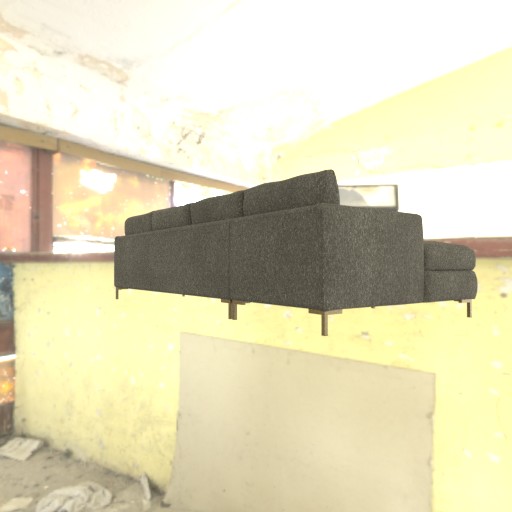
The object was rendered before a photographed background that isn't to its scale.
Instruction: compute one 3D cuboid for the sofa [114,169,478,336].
[{"bbox_3d":[0.000,0.000,3.569,1.350,0.810,2.932,1,-2,-36],"label":"sofa"}]
